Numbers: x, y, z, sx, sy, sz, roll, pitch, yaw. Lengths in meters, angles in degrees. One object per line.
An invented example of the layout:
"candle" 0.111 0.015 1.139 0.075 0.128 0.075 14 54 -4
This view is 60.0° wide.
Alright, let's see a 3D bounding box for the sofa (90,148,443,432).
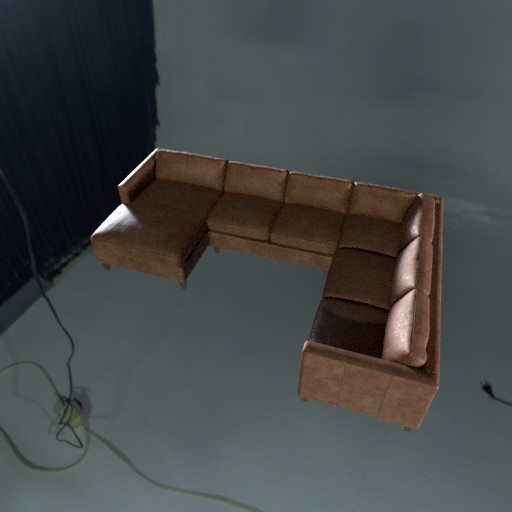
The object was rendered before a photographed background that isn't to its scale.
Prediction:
"sofa" 0.000 0.000 4.440 3.401 0.832 2.430 12 43 14
